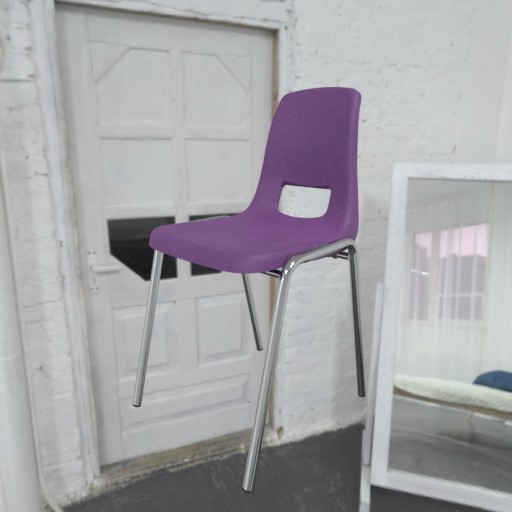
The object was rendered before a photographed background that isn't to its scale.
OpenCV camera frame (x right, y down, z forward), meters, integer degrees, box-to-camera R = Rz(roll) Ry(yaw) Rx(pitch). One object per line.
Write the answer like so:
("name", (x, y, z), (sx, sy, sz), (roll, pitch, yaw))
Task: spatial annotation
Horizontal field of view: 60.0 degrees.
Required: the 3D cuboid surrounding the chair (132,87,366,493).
("chair", (0.000, 0.000, 0.946), (0.381, 0.704, 0.432), (14, 21, 42))
